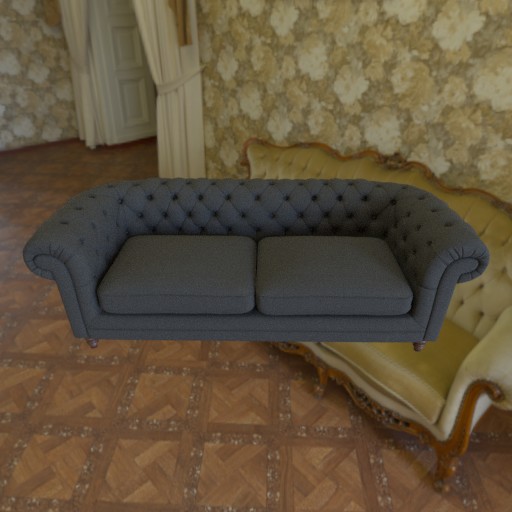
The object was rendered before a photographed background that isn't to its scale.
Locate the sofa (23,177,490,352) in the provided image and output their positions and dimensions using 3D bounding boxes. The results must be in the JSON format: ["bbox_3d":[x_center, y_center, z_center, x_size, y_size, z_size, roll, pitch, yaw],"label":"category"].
[{"bbox_3d":[0.000,0.000,2.741,2.362,0.762,0.991,0,30,1],"label":"sofa"}]
